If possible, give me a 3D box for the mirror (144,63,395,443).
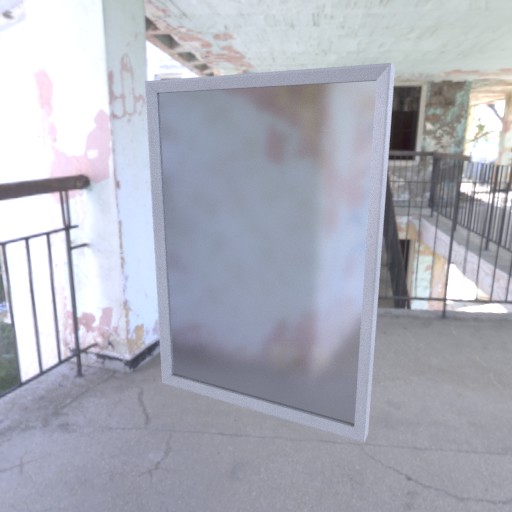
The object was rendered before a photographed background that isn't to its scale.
[{"bbox_3d":[0.000,0.000,0.929,0.507,0.710,0.039,7,16,26],"label":"mirror"}]
